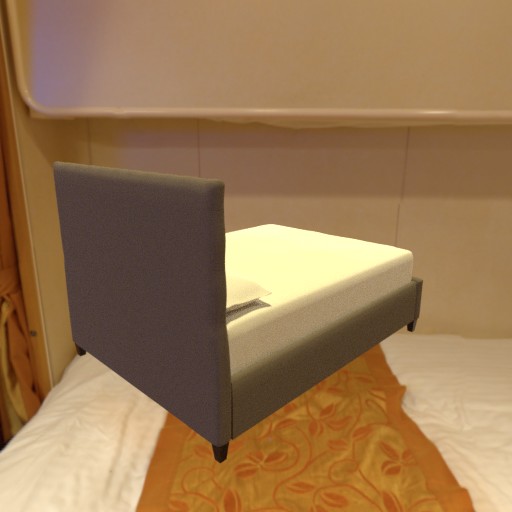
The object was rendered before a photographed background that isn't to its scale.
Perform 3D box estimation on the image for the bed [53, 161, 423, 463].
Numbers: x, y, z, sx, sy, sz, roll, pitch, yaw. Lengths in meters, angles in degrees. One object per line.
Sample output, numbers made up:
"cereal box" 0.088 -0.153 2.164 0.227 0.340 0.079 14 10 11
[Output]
"bed" 0.000 0.000 3.350 1.696 1.426 2.233 15 22 42
